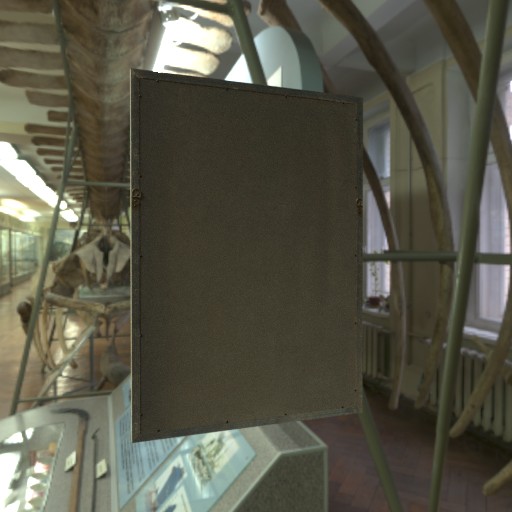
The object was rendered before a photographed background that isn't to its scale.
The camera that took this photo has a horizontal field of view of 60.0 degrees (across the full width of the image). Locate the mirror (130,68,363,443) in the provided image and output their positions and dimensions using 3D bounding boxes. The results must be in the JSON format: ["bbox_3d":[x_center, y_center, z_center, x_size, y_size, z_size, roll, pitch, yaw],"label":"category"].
[{"bbox_3d":[0.000,0.000,1.296,0.705,0.996,0.025,0,1,-19],"label":"mirror"}]
